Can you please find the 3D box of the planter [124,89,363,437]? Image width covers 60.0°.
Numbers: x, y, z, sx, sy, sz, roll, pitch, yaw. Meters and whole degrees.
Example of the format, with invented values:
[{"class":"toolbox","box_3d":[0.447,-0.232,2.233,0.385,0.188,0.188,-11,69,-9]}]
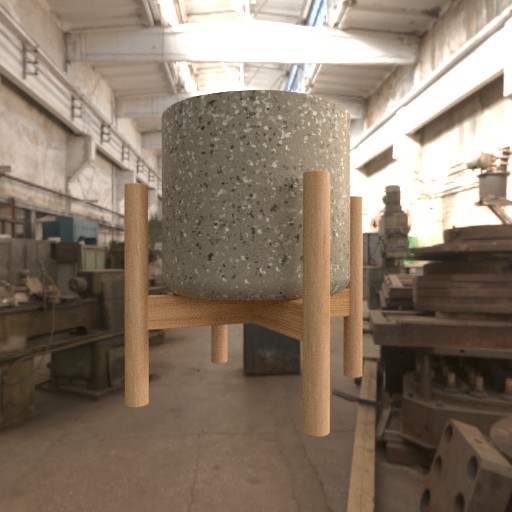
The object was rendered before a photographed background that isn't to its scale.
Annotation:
[{"class":"planter","box_3d":[0.000,0.000,0.535,0.284,0.320,0.284,0,1,-1]}]
